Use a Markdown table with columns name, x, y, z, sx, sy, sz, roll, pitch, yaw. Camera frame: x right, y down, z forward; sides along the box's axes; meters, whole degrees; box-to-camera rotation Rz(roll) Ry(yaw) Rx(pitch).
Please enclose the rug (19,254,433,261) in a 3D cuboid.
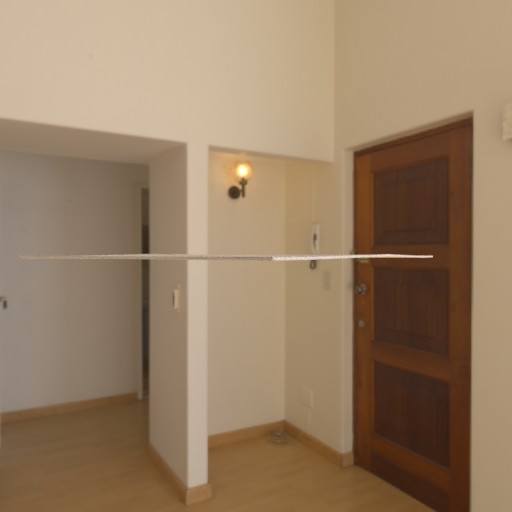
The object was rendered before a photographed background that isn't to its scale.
| name | x | y | z | sx | sy | sz | roll | pitch | yaw |
| --- | --- | --- | --- | --- | --- | --- | --- | --- | --- |
| rug | 0.000 | 0.000 | 4.226 | 2.467 | 0.046 | 3.245 | 0 | 0 | 35 |
